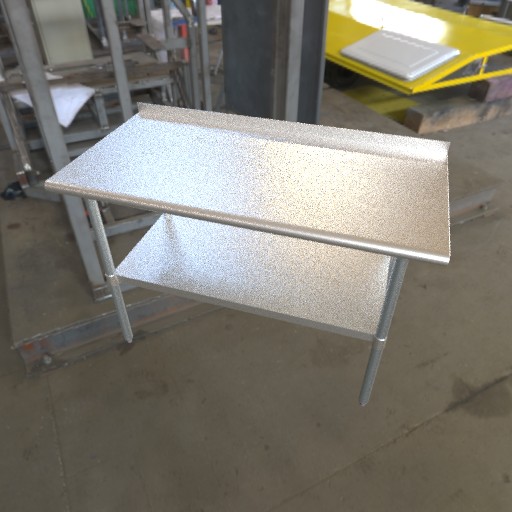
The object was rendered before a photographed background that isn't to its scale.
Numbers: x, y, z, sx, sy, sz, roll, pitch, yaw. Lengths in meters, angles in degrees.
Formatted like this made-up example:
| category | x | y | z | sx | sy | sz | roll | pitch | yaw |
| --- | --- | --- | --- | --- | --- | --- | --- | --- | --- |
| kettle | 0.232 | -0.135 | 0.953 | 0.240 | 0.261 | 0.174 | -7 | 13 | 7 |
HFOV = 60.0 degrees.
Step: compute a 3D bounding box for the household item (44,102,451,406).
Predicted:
| category | x | y | z | sx | sy | sz | roll | pitch | yaw |
| --- | --- | --- | --- | --- | --- | --- | --- | --- | --- |
| household item | 0.000 | 0.000 | 1.725 | 1.219 | 0.851 | 0.610 | 12 | 41 | 14 |
